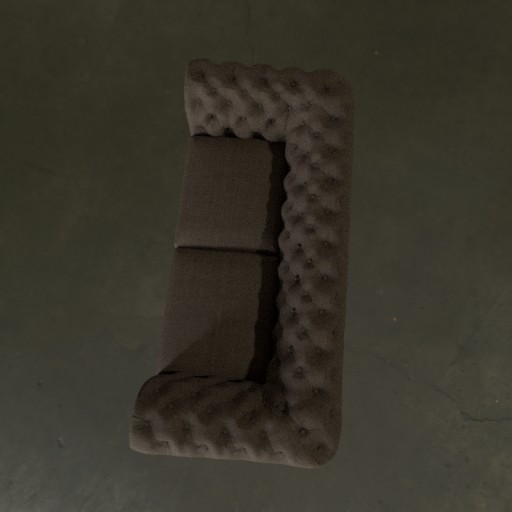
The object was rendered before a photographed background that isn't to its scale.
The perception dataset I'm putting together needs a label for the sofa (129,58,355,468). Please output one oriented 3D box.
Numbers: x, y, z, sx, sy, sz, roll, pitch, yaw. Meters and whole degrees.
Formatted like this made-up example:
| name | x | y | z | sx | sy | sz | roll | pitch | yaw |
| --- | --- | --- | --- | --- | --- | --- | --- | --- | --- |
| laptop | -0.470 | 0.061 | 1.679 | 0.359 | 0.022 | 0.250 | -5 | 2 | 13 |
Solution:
| name | x | y | z | sx | sy | sz | roll | pitch | yaw |
| --- | --- | --- | --- | --- | --- | --- | --- | --- | --- |
| sofa | 0.000 | 0.000 | 2.480 | 0.944 | 0.780 | 2.048 | 5 | 75 | 1 |
